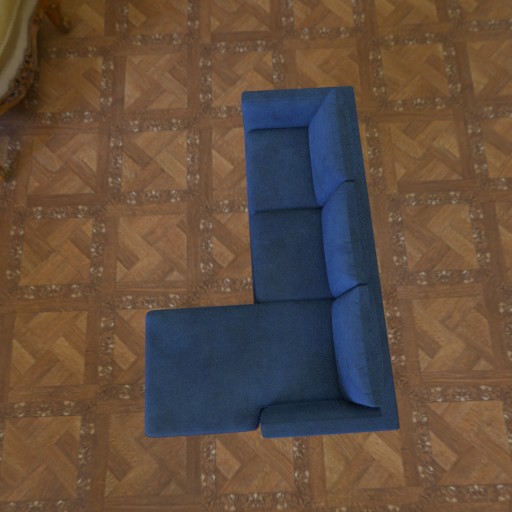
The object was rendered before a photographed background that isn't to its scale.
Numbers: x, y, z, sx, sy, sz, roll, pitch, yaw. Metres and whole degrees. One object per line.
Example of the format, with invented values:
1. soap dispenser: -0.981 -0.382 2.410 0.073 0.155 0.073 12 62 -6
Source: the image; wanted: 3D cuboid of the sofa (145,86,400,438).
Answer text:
1. sofa: 0.000 0.000 3.243 1.622 0.987 2.438 -3 75 -1
